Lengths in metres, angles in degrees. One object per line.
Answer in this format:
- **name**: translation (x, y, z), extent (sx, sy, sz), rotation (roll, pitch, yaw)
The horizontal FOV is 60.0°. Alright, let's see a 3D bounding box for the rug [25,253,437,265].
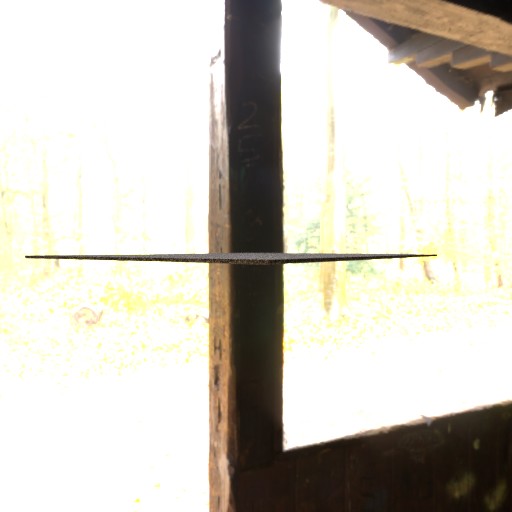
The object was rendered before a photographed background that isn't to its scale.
- **rug**: translation (0.000, 0.000, 4.037), extent (2.401, 0.025, 3.000), rotation (1, 1, 37)
